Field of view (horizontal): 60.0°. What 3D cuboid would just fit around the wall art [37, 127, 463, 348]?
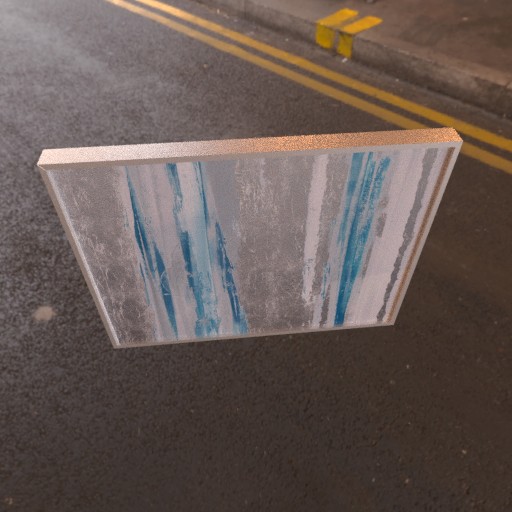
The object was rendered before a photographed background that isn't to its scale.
[{"bbox_3d":[0.000,0.000,1.404,1.056,0.801,0.066,-4,46,-4],"label":"wall art"}]
